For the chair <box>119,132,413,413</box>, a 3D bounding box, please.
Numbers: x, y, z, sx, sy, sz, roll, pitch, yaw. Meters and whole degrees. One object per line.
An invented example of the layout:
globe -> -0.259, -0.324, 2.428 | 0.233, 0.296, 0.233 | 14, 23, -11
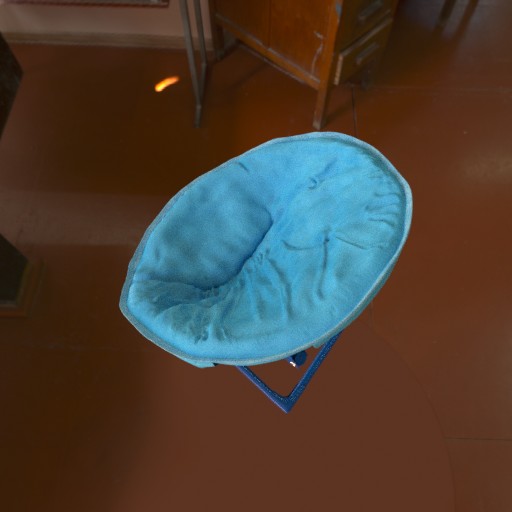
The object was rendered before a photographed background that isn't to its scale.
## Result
chair -> 0.000, 0.000, 0.880 | 0.465, 0.478, 0.520 | 33, 69, 15
